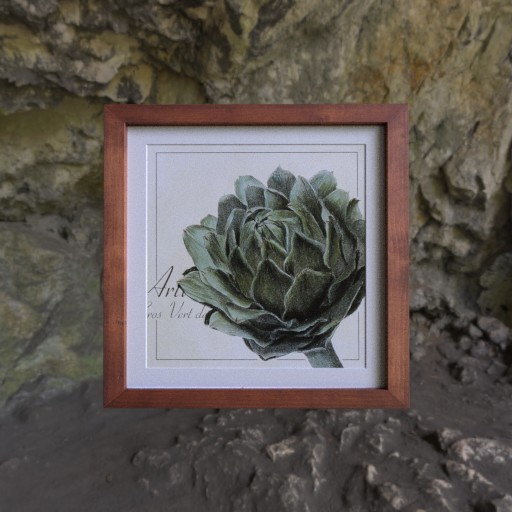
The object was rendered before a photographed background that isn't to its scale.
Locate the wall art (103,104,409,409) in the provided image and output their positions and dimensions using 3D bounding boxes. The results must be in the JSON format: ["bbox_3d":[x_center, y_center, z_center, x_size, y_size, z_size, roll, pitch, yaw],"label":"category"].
[{"bbox_3d":[0.000,0.000,0.579,0.386,0.385,0.038,0,0,0],"label":"wall art"}]
